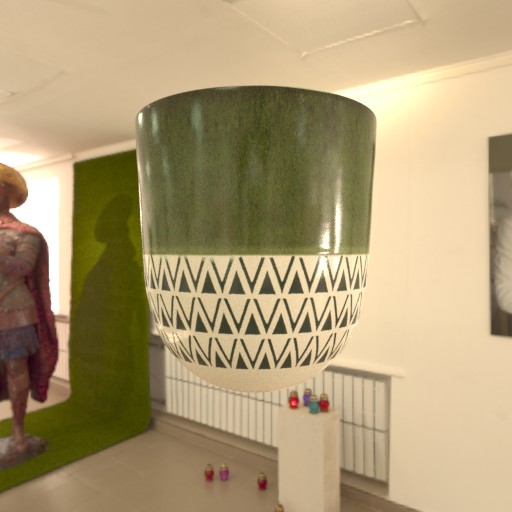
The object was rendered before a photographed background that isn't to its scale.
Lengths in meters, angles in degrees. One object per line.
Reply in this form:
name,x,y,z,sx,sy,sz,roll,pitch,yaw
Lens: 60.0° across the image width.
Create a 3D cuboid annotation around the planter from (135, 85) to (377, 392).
planter,0.000,0.000,0.468,0.245,0.270,0.245,0,1,0
